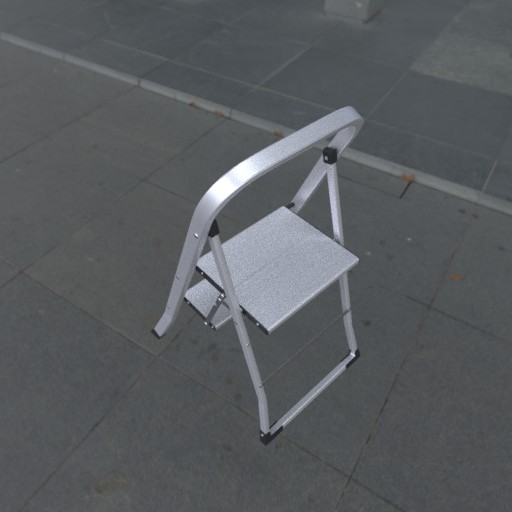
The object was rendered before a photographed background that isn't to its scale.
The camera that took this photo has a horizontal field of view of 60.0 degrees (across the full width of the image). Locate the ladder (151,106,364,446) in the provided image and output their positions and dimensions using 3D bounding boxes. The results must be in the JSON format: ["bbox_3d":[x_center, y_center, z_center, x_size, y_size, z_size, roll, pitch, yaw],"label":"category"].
[{"bbox_3d":[0.000,0.000,1.140,0.465,0.830,0.530,-34,56,-27],"label":"ladder"}]
